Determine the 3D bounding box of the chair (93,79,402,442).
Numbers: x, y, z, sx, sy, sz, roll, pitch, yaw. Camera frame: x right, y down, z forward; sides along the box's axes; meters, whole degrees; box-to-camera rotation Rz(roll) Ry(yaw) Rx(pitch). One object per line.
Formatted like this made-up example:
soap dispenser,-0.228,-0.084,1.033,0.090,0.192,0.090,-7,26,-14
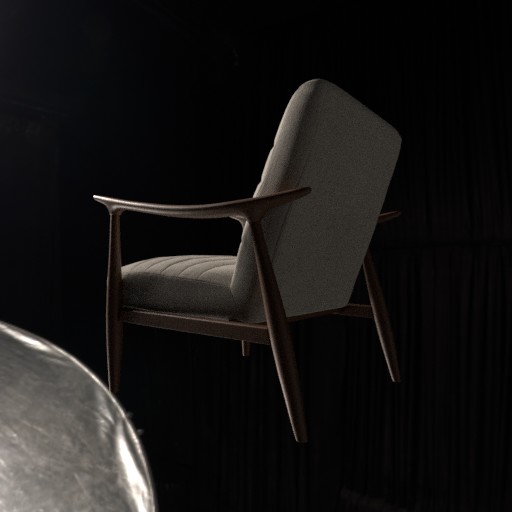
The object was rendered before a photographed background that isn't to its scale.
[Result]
chair,0.000,0.000,1.446,0.798,0.832,0.741,-1,-1,37
